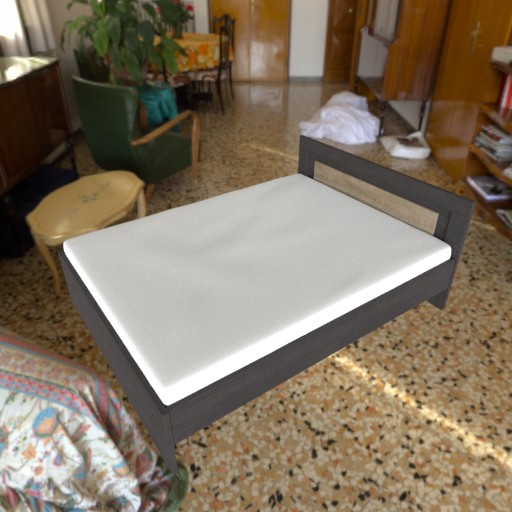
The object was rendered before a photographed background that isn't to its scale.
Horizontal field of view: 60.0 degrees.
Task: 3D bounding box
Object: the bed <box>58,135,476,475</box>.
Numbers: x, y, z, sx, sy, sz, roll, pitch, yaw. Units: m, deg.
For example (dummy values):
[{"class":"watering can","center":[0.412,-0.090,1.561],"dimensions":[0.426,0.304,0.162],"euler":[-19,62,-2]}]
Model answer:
[{"class":"bed","center":[0.000,0.000,2.883],"dimensions":[2.073,0.823,1.585],"euler":[-21,38,-29]}]
